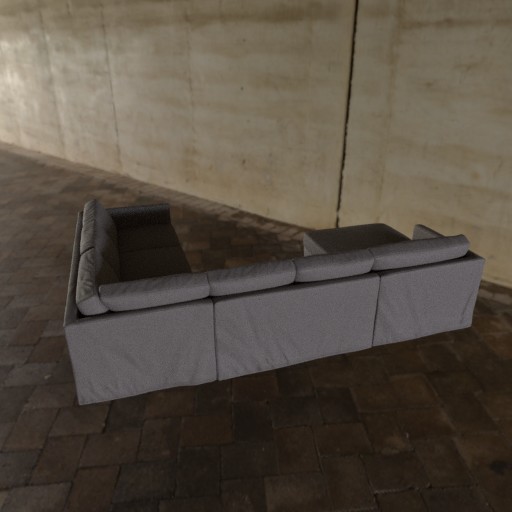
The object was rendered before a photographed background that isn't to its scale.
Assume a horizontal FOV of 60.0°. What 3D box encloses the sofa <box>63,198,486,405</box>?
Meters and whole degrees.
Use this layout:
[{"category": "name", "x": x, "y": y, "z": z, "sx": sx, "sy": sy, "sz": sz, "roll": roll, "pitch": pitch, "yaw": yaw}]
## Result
[{"category": "sofa", "x": 0.000, "y": 0.000, "z": 4.548, "sx": 3.528, "sy": 0.878, "sz": 2.476, "roll": -8, "pitch": 26, "yaw": -16}]
